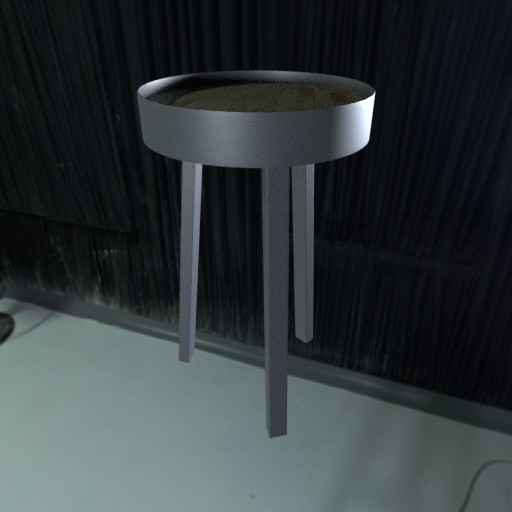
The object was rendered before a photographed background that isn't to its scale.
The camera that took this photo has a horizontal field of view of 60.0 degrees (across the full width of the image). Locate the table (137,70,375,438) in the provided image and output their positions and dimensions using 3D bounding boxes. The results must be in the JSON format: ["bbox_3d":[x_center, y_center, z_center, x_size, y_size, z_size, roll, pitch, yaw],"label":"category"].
[{"bbox_3d":[0.000,0.000,0.948,0.406,0.686,0.406,9,31,14],"label":"table"}]
